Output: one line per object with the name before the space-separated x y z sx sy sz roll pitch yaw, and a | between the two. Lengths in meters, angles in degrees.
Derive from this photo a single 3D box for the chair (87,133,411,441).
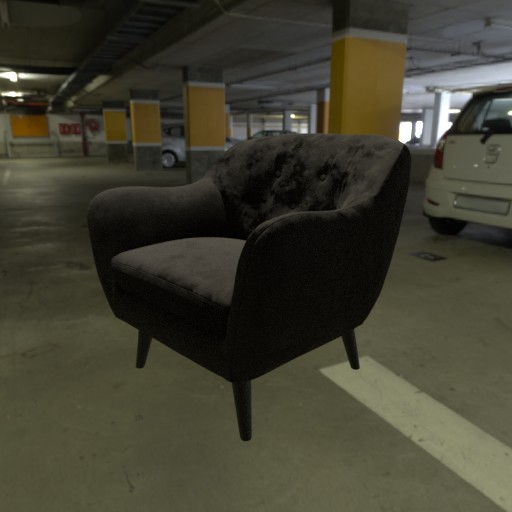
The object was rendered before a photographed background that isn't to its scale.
chair | 0.000 0.000 1.507 0.819 0.807 0.840 -15 21 -43
